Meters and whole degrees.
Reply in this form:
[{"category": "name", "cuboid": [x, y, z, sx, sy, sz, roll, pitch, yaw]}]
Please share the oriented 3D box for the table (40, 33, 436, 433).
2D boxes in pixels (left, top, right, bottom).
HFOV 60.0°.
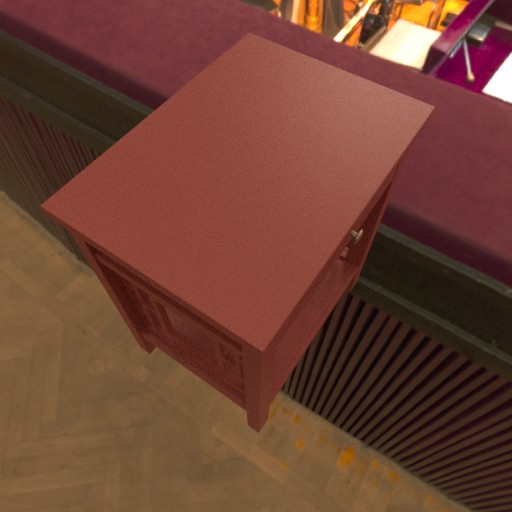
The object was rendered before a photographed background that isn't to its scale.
[{"category": "table", "cuboid": [0.000, 0.000, 1.079, 0.451, 0.686, 0.599, 30, 63, 18]}]
